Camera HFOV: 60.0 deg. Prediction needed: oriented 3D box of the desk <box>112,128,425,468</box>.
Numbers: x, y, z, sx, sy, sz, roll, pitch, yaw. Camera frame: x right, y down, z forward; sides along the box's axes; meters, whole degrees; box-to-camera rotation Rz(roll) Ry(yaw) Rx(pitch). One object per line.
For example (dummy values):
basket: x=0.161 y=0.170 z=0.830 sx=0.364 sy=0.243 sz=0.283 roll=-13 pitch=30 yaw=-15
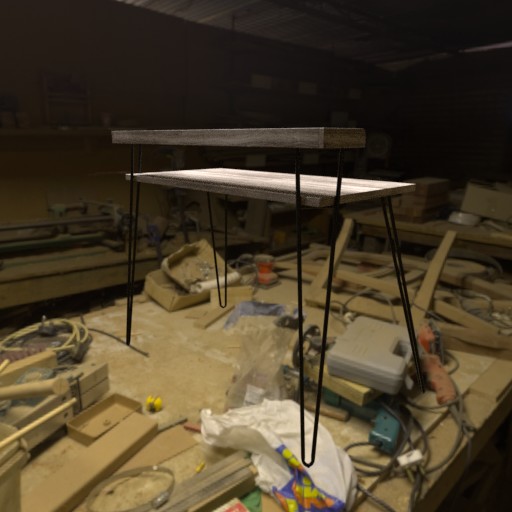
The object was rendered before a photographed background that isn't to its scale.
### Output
desk: x=0.000 y=0.000 z=1.653 sx=0.605 sy=0.899 sz=1.135 roll=-14 pitch=21 yaw=-42
